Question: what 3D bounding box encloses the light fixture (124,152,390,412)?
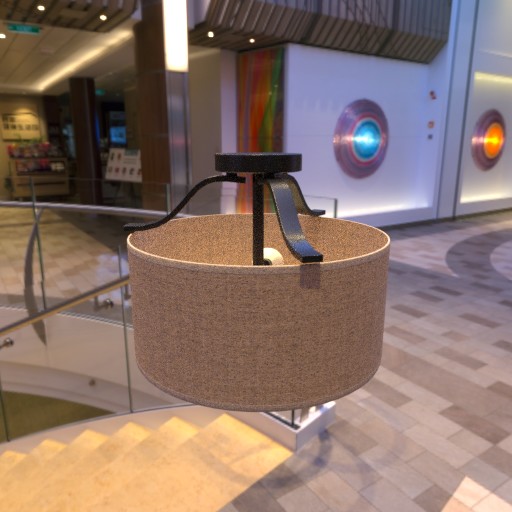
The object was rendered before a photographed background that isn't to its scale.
[{"bbox_3d":[0.000,0.000,0.678,0.390,0.306,0.390,0,14,0],"label":"light fixture"}]
